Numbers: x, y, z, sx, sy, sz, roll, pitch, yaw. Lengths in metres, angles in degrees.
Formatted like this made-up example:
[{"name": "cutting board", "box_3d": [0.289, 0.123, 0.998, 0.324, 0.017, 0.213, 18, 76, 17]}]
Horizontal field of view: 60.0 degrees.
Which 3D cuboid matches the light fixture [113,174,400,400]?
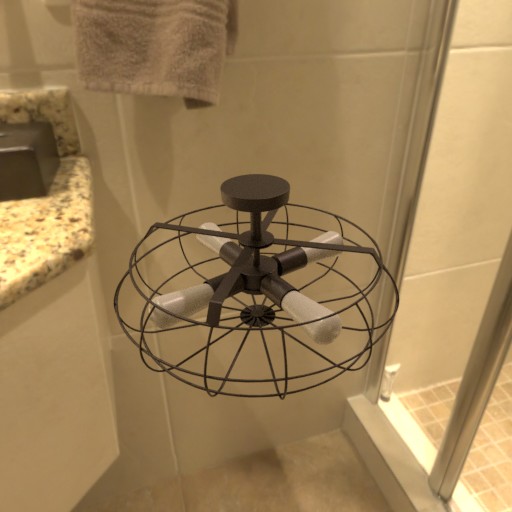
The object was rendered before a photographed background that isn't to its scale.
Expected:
[{"name": "light fixture", "box_3d": [0.000, 0.000, 0.916, 0.582, 0.311, 0.582, 0, 31, 0]}]
